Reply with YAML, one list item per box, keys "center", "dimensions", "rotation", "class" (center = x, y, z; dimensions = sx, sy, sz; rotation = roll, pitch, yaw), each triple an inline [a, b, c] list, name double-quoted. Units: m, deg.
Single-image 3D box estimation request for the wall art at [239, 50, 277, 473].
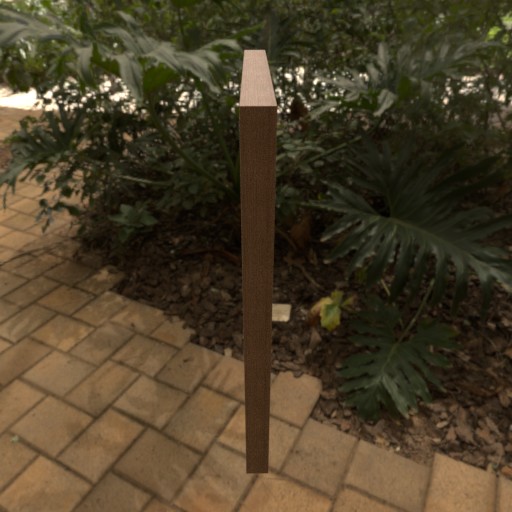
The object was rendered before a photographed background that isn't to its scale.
- center: [0.000, 0.000, 0.648]
  dimensions: [0.031, 0.509, 0.356]
  rotation: [0, 32, -1]
  class: "wall art"
